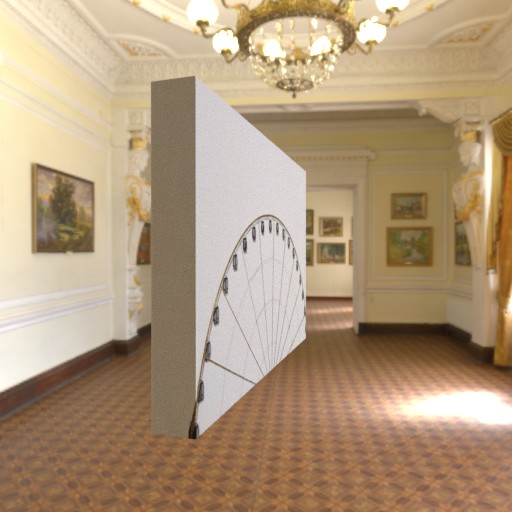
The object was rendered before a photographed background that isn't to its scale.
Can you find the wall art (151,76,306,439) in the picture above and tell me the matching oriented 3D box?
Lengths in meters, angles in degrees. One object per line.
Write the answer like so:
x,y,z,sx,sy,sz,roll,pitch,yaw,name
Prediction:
0.000,0.000,0.497,0.039,0.254,0.384,0,1,18,wall art
